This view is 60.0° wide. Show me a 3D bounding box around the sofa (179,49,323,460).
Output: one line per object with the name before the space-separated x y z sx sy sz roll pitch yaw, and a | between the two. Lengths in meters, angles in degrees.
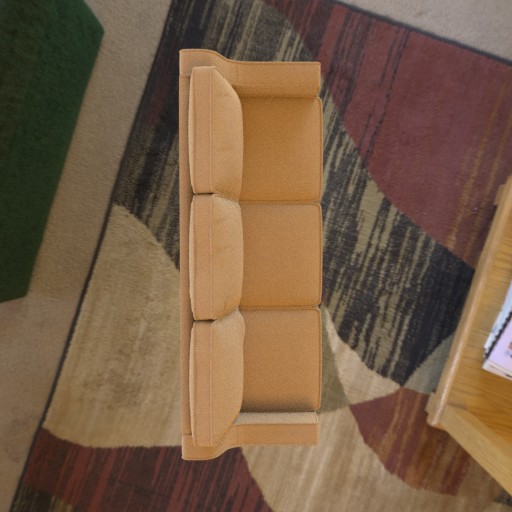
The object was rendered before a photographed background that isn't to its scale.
sofa | 0.000 0.000 2.577 0.791 0.902 2.131 0 92 0
